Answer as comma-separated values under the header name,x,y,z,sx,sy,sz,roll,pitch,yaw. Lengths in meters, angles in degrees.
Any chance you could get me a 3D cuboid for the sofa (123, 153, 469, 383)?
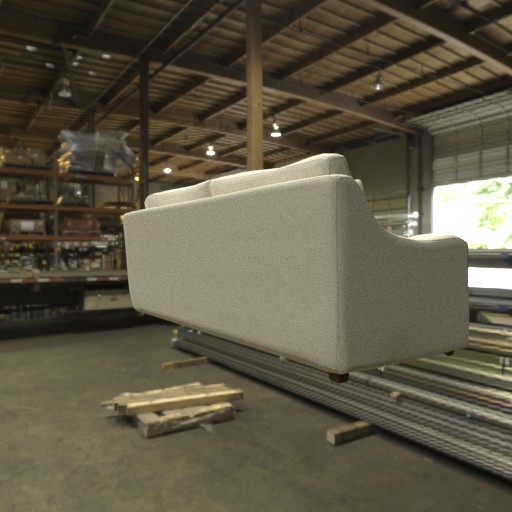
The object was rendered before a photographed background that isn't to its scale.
name,x,y,z,sx,sy,sz,roll,pitch,yaw
sofa,0.000,0.000,3.002,1.009,1.022,2.470,-1,1,-35
